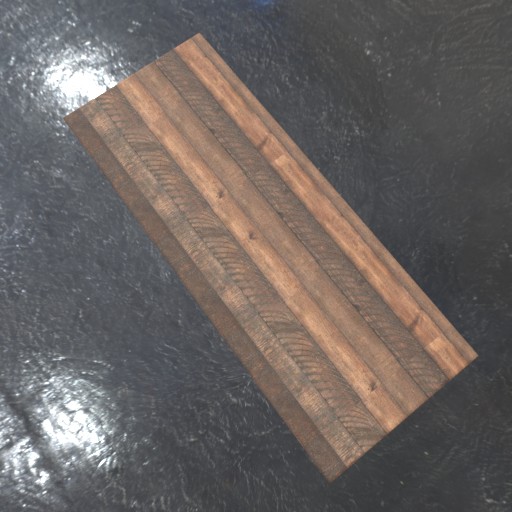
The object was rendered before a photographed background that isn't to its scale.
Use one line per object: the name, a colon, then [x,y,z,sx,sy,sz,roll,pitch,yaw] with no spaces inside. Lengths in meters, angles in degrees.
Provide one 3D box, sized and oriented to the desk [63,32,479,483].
desk: [0.000,0.000,1.887,0.617,0.753,1.538,-36,78,-9]
